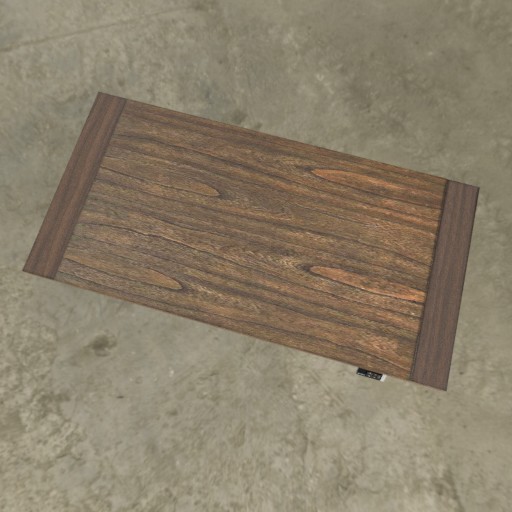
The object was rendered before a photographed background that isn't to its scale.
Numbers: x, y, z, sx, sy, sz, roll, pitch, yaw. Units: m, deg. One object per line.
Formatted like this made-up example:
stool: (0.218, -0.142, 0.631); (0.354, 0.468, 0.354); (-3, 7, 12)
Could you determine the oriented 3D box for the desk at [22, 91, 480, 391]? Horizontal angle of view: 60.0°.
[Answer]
desk: (0.000, 0.000, 1.968); (1.543, 0.725, 0.784); (15, 76, 4)
